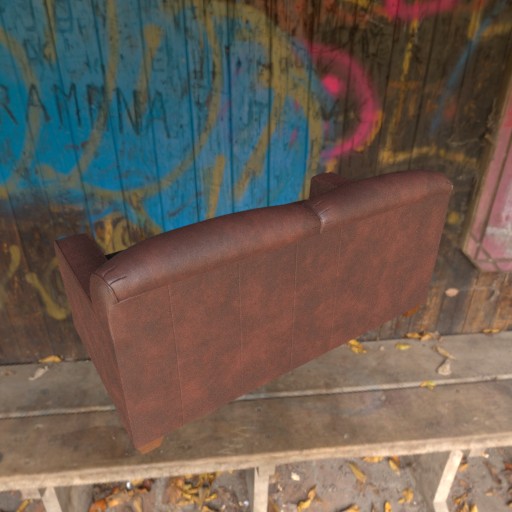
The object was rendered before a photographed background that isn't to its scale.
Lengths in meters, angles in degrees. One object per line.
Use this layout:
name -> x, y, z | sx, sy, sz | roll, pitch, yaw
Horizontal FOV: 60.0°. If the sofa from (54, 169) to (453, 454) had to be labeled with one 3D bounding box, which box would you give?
sofa -> 0.000, 0.000, 2.390 | 1.856, 0.966, 1.000 | -19, 35, -29
